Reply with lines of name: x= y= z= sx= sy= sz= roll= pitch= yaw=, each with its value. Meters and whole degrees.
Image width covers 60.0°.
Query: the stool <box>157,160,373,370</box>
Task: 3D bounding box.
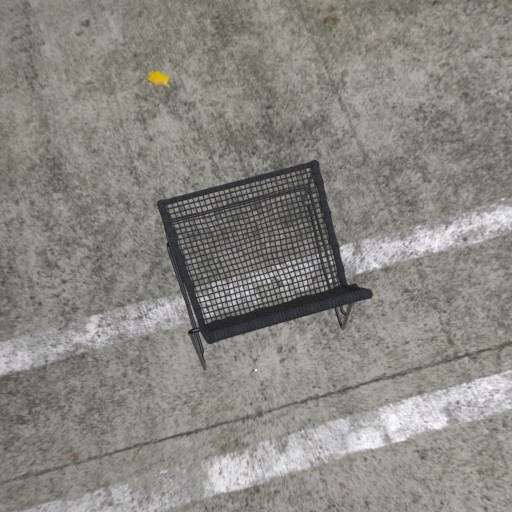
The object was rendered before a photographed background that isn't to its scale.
stool: x=0.000 y=0.000 z=1.263 sx=0.590 sy=0.905 sz=0.509 roll=-15 pitch=76 yaw=-4
